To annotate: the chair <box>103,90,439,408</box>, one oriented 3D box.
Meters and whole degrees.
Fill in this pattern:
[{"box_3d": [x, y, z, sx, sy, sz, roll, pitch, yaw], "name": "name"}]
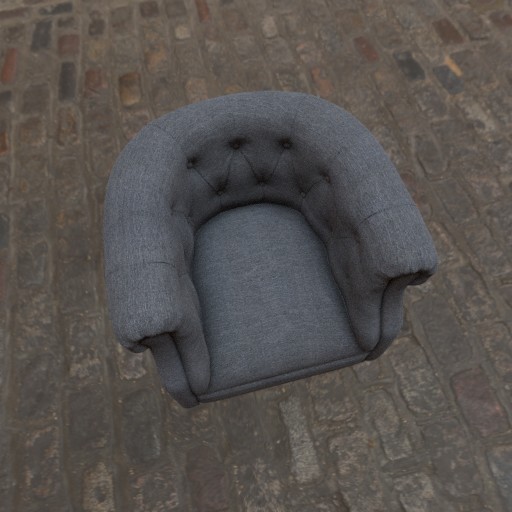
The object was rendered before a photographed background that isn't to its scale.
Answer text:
[{"box_3d": [0.000, 0.000, 1.592, 0.905, 0.827, 0.852, -13, 65, -6], "name": "chair"}]
